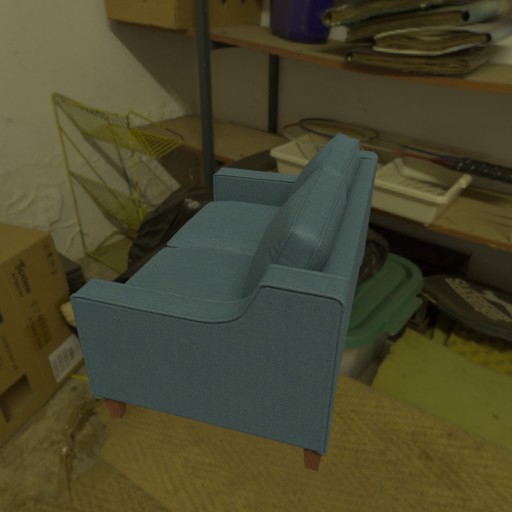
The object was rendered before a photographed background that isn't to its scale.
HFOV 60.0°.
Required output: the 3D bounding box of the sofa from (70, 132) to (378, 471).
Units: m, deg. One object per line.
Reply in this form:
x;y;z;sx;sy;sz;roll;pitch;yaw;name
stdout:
0.000;0.000;2.154;0.987;0.971;1.501;8;30;15;sofa
